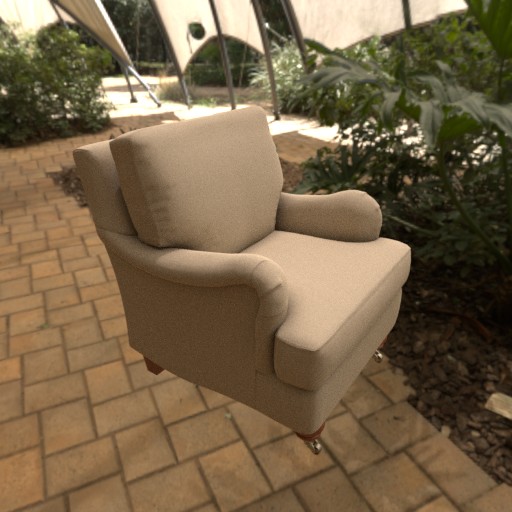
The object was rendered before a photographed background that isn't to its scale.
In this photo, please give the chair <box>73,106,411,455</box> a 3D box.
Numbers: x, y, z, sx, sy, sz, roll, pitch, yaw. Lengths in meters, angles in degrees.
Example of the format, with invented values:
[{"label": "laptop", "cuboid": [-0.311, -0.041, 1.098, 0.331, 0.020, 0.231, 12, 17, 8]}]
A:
[{"label": "chair", "cuboid": [0.000, 0.000, 1.838, 1.078, 1.076, 0.895, 17, 31, 31]}]
